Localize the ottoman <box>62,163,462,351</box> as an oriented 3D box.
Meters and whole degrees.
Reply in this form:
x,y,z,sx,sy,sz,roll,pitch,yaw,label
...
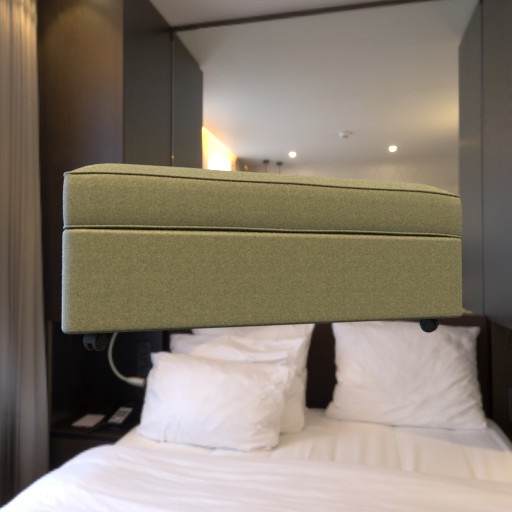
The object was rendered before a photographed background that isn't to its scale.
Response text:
x,y,z,sx,sy,sz,roll,pitch,yaw,label
0.000,0.000,1.526,1.173,0.494,0.681,0,-1,-18,ottoman
